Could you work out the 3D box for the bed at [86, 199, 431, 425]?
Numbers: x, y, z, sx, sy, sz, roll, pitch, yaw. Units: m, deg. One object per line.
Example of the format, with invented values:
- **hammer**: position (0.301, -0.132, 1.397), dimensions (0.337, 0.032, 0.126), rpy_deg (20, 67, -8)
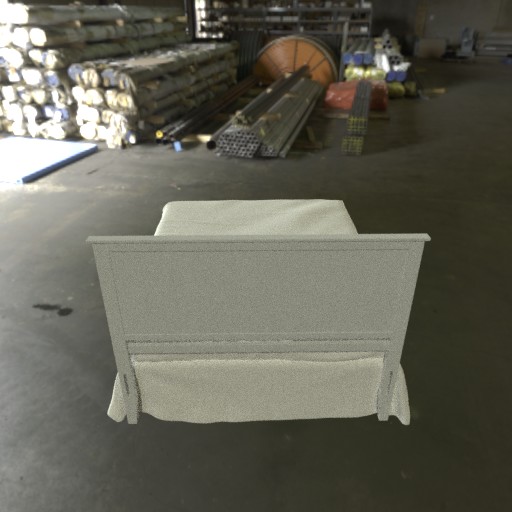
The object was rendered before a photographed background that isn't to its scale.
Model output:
- **bed**: position (0.000, 0.000, 3.279), dimensions (1.876, 1.269, 2.047), rpy_deg (0, 29, -1)
